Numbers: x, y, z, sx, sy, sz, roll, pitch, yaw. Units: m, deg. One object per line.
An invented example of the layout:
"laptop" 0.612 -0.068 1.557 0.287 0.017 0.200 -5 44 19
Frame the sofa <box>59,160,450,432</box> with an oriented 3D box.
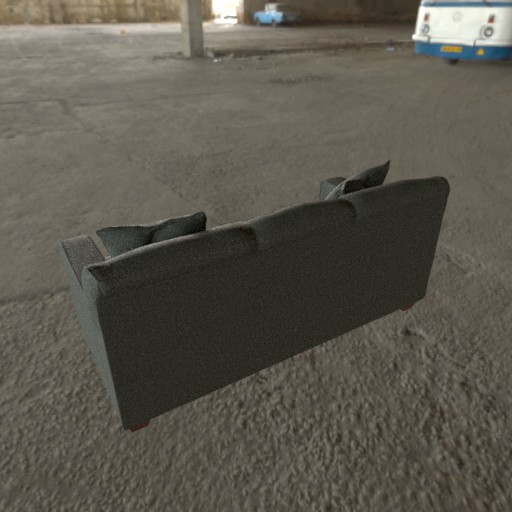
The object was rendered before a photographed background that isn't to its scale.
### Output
"sofa" 0.000 0.000 2.621 2.024 0.958 0.997 -17 34 -27
